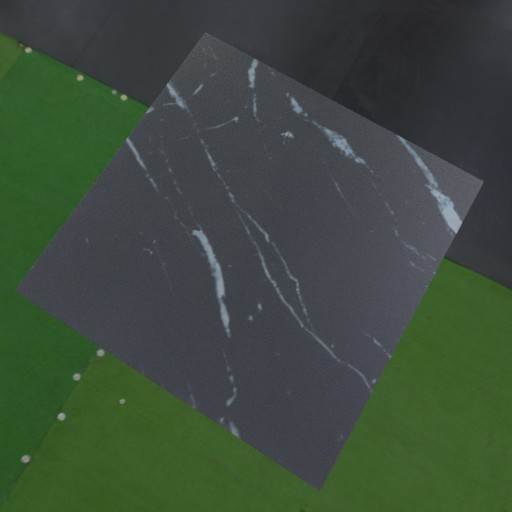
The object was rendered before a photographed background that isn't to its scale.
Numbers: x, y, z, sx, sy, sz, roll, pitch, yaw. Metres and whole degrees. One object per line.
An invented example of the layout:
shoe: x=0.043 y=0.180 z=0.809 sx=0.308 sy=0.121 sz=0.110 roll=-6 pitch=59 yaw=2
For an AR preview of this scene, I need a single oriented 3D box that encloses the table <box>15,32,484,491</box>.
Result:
table: x=0.000 y=0.000 z=1.257 sx=0.800 sy=0.450 sz=0.800 roll=31 pitch=79 yaw=7
